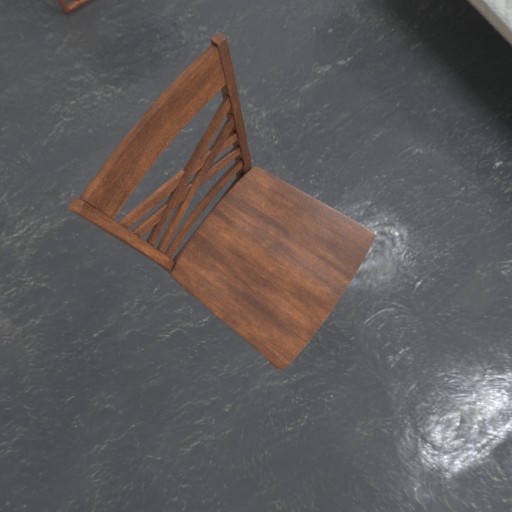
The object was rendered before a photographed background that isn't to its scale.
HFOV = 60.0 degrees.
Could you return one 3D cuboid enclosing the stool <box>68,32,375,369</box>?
[{"bbox_3d":[0.000,0.000,1.335,0.539,1.079,0.462,35,79,8],"label":"stool"}]
